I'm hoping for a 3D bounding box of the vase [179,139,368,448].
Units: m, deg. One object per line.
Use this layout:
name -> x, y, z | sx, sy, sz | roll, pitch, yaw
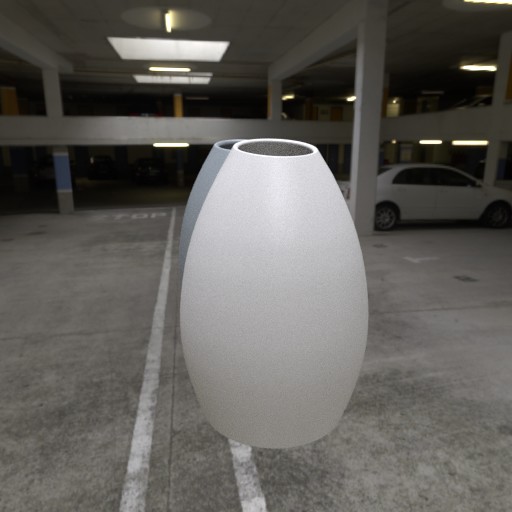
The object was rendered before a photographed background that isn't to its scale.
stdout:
vase -> 0.000, 0.000, 0.257 | 0.089, 0.131, 0.187 | -3, 15, -10
